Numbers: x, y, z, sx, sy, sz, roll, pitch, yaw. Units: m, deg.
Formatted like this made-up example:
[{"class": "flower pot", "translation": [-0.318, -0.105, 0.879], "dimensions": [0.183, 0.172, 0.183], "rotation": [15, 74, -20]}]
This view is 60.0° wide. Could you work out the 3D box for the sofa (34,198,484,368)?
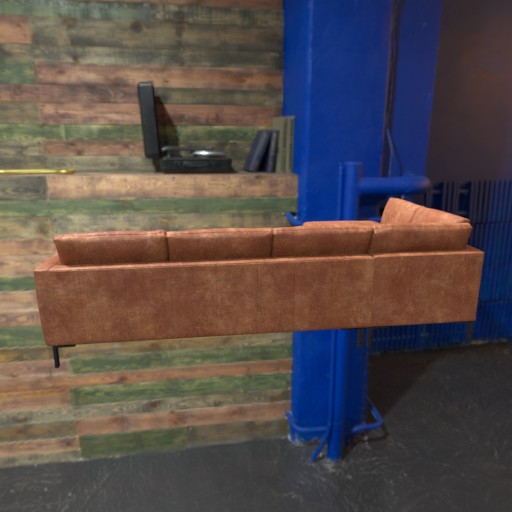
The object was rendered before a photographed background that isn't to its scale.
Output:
[{"class": "sofa", "translation": [0.000, 0.000, 3.813], "dimensions": [2.984, 0.877, 1.938], "rotation": [-2, 15, -8]}]
